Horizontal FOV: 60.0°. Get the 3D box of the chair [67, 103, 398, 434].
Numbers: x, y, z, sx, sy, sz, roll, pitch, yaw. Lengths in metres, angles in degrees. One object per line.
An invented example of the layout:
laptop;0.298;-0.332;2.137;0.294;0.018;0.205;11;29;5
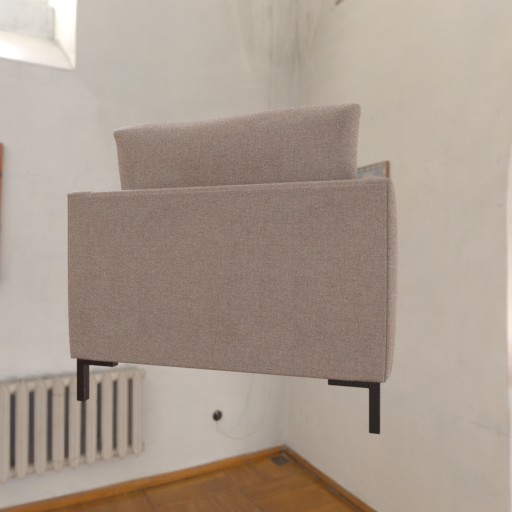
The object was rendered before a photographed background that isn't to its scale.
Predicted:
chair;0.000;0.000;1.600;0.963;0.861;0.866;0;0;16
